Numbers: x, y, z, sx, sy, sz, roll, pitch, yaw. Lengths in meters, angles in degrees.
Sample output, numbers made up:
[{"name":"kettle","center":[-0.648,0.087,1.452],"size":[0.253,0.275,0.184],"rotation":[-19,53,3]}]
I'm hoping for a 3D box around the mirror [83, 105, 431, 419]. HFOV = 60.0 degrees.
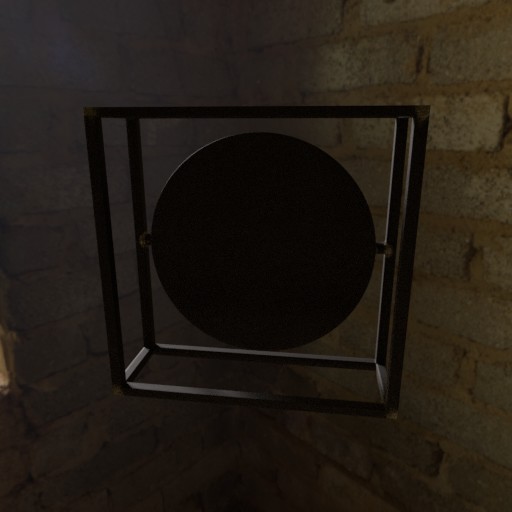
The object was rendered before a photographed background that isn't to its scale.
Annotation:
[{"name":"mirror","center":[0.000,0.000,0.479],"size":[0.306,0.303,0.107],"rotation":[2,17,8]}]
